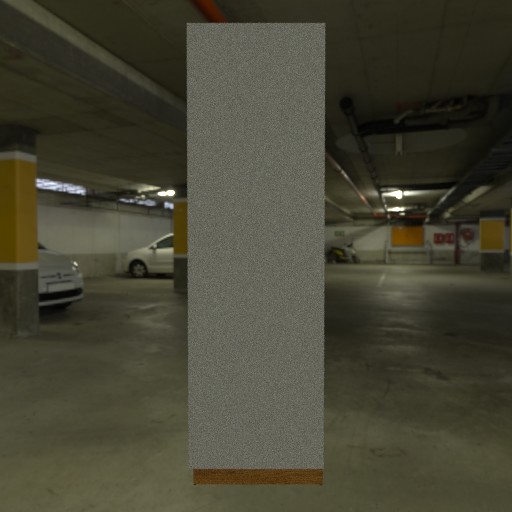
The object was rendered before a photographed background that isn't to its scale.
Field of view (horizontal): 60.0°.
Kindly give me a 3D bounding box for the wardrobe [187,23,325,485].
[{"bbox_3d":[0.000,0.000,2.375,0.600,2.040,0.860,0,1,0],"label":"wardrobe"}]
